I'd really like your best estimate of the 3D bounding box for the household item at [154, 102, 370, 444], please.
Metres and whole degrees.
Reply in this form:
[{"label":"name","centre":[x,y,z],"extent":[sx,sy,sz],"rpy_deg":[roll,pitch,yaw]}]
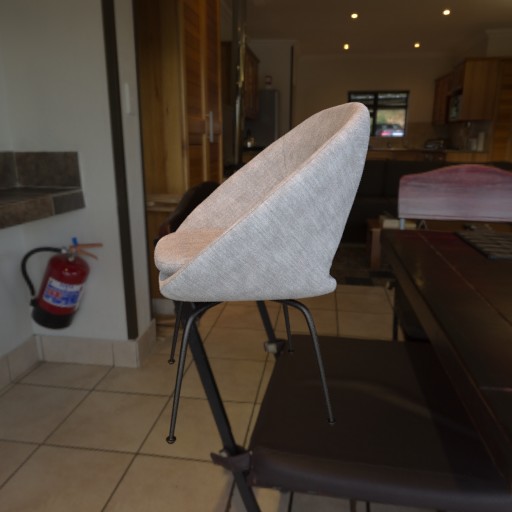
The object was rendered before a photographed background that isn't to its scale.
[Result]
[{"label":"household item","centre":[0.000,0.000,1.317],"extent":[0.587,0.869,0.643],"rpy_deg":[-3,14,-10]}]
